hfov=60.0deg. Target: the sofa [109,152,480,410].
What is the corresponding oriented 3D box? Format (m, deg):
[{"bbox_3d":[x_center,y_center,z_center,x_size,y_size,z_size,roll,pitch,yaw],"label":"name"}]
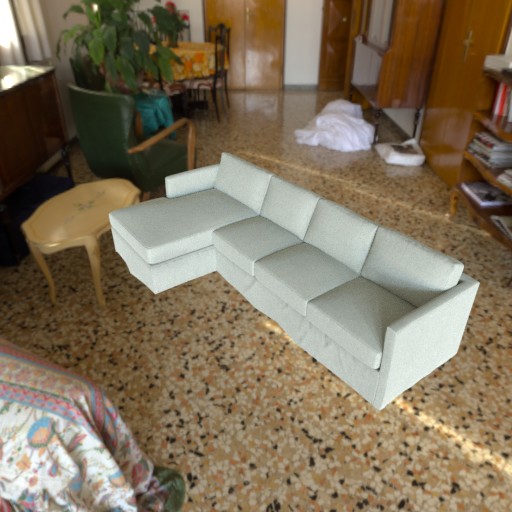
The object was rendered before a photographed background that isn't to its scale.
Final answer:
[{"bbox_3d":[0.000,0.000,3.982,1.650,0.922,3.205,-21,37,-30],"label":"sofa"}]
